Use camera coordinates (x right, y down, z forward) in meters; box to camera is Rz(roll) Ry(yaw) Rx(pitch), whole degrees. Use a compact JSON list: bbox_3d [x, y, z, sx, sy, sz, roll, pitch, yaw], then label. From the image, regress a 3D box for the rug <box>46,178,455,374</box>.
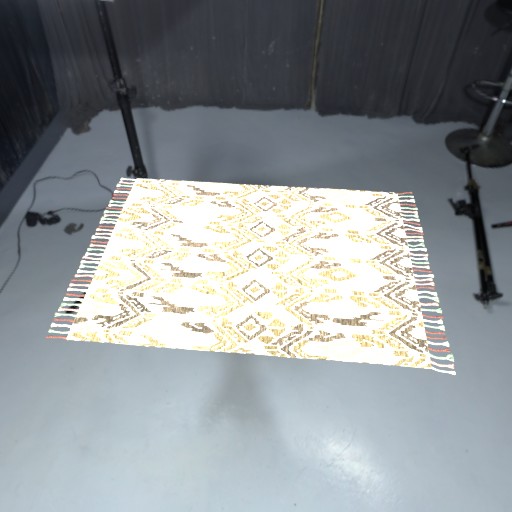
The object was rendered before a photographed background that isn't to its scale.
[{"bbox_3d":[0.000,0.000,2.349,1.829,0.008,1.219,4,48,3],"label":"rug"}]
